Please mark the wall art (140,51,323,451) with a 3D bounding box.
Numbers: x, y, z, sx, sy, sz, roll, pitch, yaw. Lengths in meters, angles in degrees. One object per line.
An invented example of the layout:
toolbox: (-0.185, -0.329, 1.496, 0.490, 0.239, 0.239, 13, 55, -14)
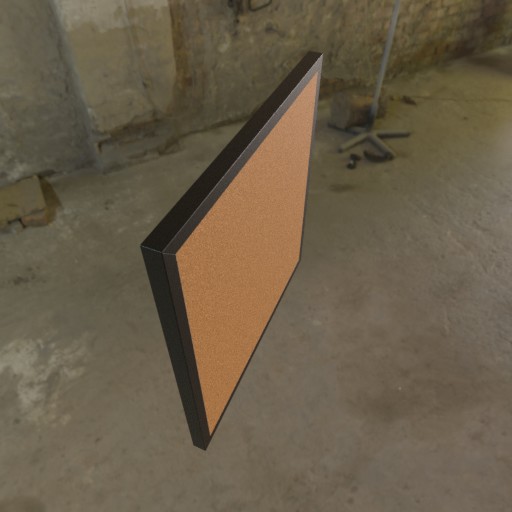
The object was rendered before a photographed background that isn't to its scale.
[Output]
wall art: (0.000, 0.000, 1.159, 0.038, 0.765, 0.765, 17, 49, 16)
